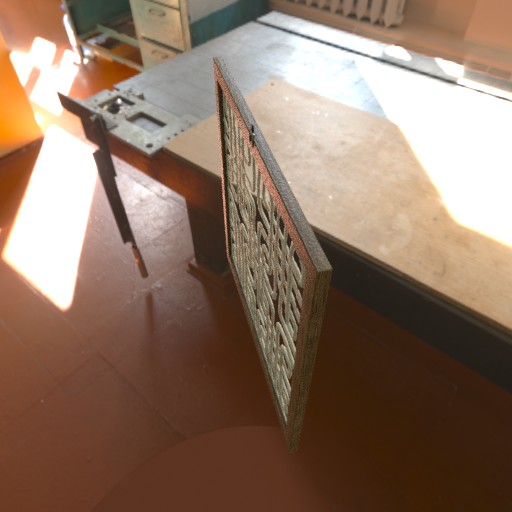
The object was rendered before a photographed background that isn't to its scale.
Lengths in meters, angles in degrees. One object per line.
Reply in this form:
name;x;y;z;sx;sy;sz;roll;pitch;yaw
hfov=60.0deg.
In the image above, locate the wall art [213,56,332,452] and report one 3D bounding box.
wall art;0.000;0.000;0.864;0.021;0.582;0.561;-11;48;-10
